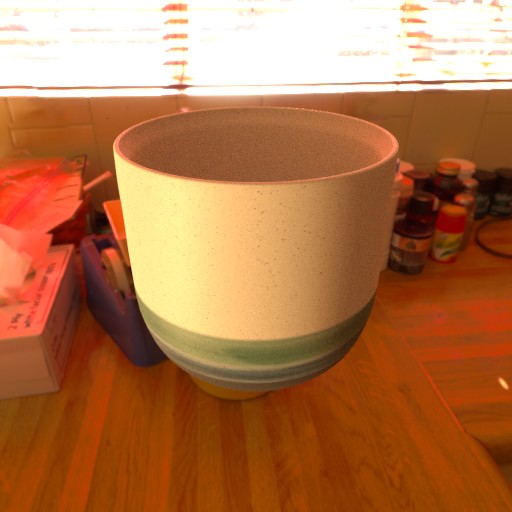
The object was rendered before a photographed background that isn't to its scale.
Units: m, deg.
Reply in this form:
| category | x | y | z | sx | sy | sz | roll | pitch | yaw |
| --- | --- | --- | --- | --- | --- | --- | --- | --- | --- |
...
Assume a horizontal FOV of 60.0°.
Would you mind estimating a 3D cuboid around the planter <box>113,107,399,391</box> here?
| category | x | y | z | sx | sy | sz | roll | pitch | yaw |
| --- | --- | --- | --- | --- | --- | --- | --- | --- | --- |
| planter | 0.000 | 0.000 | 0.495 | 0.268 | 0.270 | 0.268 | 0 | 30 | 0 |
